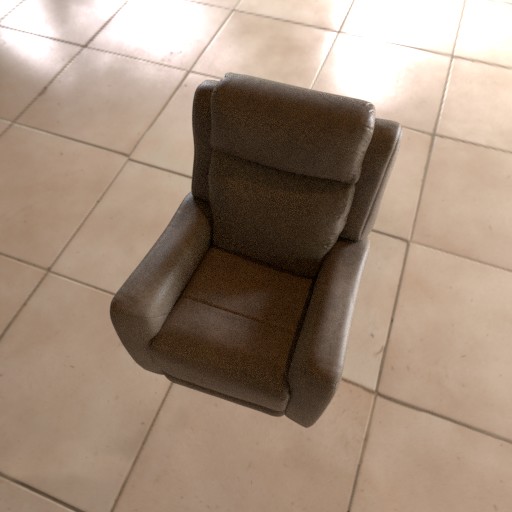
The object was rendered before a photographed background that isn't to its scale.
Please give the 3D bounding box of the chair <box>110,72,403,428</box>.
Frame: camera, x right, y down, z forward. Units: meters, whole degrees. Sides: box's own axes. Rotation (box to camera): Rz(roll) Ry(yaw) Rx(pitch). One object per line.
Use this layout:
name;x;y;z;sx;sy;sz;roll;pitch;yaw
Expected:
chair;0.000;0.000;1.955;0.967;1.116;1.068;17;60;10
